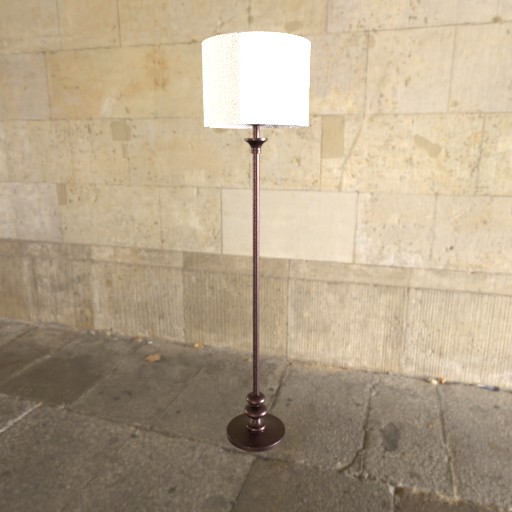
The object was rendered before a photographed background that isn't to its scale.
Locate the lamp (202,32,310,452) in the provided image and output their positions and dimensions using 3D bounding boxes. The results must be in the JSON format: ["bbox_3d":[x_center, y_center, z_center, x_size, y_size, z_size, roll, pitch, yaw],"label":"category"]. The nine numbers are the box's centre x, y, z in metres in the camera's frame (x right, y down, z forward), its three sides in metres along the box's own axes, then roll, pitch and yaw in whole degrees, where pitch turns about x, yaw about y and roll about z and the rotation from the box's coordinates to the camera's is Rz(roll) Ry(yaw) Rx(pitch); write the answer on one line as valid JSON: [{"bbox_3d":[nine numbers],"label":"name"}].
[{"bbox_3d":[0.000,0.000,1.637,0.356,1.487,0.356,-7,15,-26],"label":"lamp"}]
